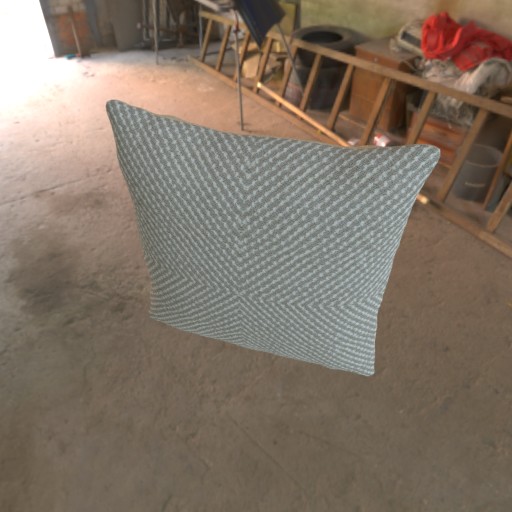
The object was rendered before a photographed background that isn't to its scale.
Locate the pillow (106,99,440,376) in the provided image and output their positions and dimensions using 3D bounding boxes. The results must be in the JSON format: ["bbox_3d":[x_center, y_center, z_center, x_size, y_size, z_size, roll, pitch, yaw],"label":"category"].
[{"bbox_3d":[0.000,0.000,0.723,0.459,0.458,0.181,12,44,13],"label":"pillow"}]
